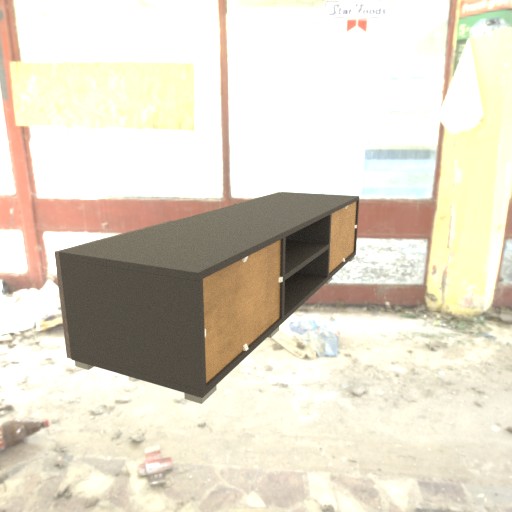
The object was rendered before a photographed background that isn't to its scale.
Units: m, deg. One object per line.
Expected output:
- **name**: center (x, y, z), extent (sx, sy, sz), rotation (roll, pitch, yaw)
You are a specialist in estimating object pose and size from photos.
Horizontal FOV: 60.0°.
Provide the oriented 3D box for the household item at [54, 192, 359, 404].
- **household item**: center (0.000, 0.000, 1.644), extent (0.420, 0.310, 1.400), rotation (7, 16, 25)
